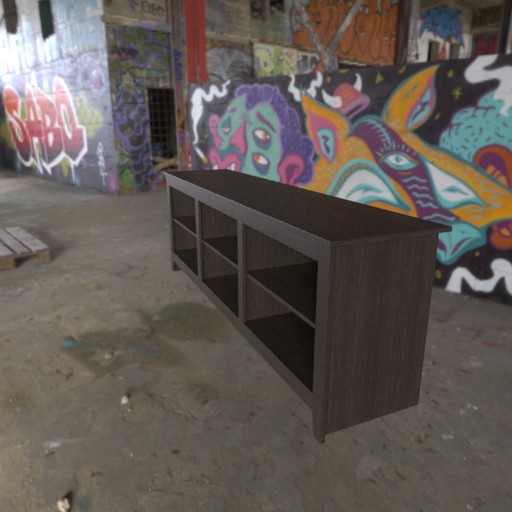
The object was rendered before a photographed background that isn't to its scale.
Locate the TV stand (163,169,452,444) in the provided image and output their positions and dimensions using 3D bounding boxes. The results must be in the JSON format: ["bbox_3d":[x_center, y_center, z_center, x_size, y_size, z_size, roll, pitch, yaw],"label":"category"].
[{"bbox_3d":[0.000,0.000,2.028,0.406,0.610,1.778,-7,18,-23],"label":"TV stand"}]
